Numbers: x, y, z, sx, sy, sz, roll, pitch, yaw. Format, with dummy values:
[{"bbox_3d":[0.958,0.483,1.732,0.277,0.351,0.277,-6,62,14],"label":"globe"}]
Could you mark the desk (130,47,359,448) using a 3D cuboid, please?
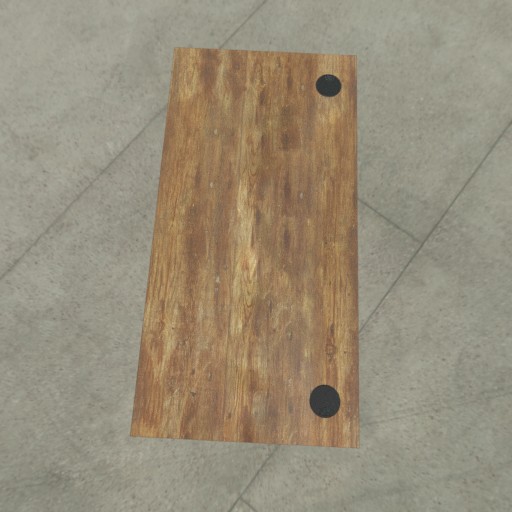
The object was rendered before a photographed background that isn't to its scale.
[{"bbox_3d":[0.000,0.000,1.666,0.600,0.749,1.200,3,76,1],"label":"desk"}]
